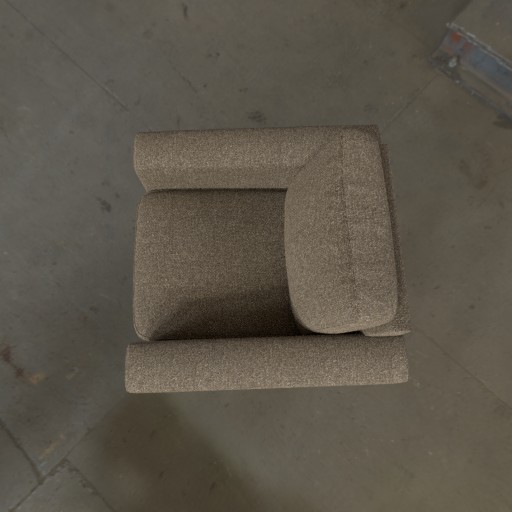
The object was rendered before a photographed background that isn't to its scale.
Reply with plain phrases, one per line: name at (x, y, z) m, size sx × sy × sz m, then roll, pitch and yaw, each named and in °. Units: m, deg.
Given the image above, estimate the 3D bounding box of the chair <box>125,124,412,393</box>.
chair at (0.000, 0.000, 1.759) m, size 1.016 × 0.873 × 1.005 m, roll -2°, pitch 75°, yaw -1°
